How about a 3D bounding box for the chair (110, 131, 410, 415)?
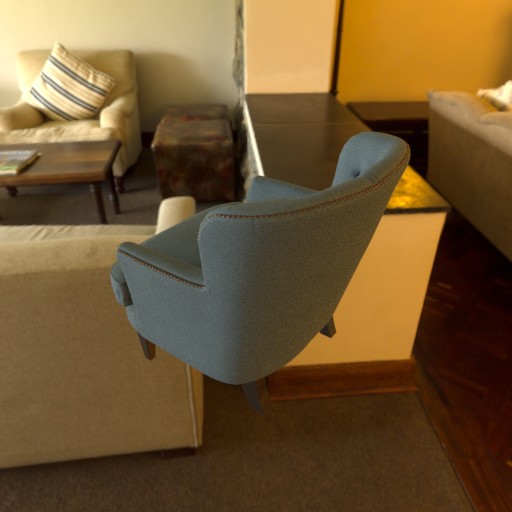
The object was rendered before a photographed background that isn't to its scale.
[{"bbox_3d":[0.000,0.000,1.616,0.906,0.868,0.848,21,37,30],"label":"chair"}]
